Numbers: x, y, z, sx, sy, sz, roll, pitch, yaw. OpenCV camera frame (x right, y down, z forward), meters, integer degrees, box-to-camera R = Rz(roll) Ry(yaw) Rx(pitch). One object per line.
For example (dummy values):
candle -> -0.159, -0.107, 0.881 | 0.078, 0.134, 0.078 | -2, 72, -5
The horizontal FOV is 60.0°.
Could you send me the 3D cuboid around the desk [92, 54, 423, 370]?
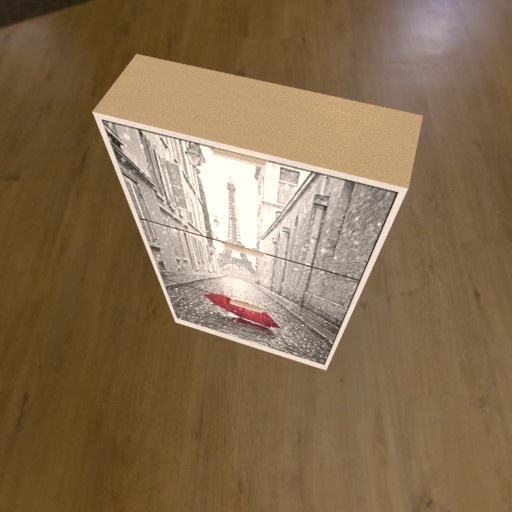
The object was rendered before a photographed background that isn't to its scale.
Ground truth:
desk -> 0.000, 0.000, 1.597 | 0.750, 1.280, 0.250 | 16, 60, 9
